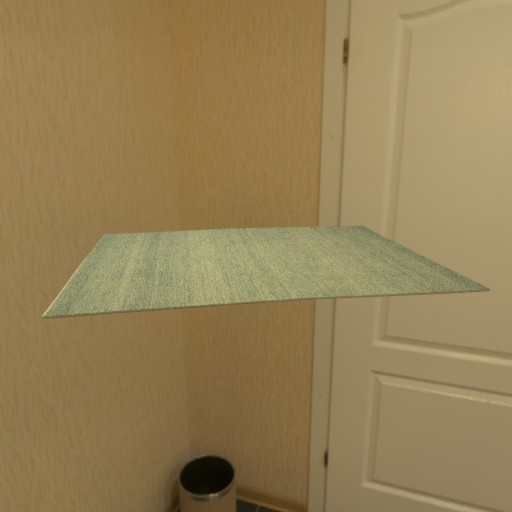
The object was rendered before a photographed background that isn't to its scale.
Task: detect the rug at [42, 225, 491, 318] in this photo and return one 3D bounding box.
[{"bbox_3d":[0.000,0.000,4.296,3.237,0.046,2.461,-2,16,-9],"label":"rug"}]
